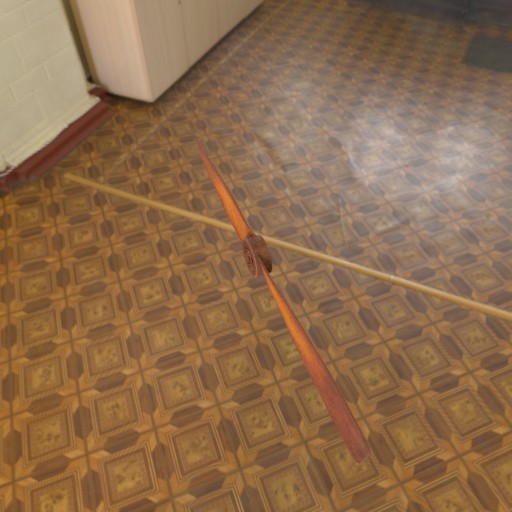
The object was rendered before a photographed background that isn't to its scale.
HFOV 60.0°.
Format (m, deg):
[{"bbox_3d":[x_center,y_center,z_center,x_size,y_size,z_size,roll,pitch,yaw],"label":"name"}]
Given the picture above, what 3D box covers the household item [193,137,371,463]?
[{"bbox_3d":[0.000,0.000,1.255,0.051,0.121,1.181,-17,51,-14],"label":"household item"}]
